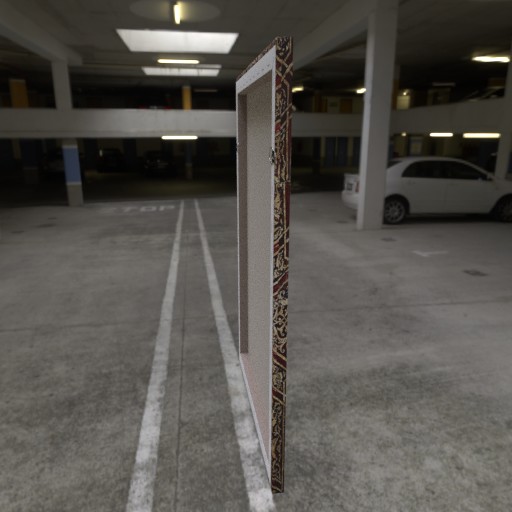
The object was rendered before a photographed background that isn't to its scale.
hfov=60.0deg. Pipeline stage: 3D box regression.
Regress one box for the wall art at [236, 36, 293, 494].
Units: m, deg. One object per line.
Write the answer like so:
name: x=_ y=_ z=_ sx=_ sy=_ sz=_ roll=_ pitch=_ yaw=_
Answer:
wall art: x=0.000 y=0.000 z=1.125 sx=0.030 sy=0.904 sz=0.599 roll=-2 pitch=16 yaw=-9
